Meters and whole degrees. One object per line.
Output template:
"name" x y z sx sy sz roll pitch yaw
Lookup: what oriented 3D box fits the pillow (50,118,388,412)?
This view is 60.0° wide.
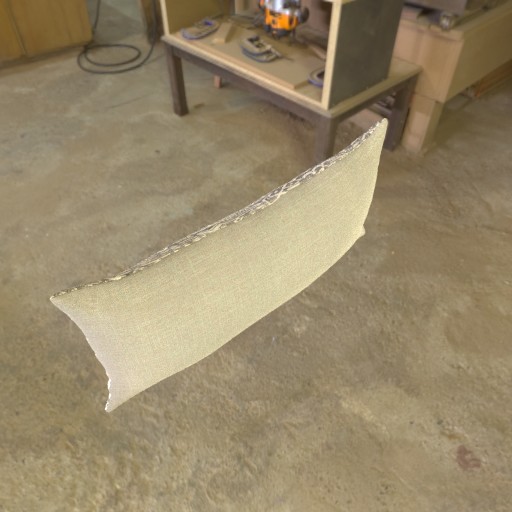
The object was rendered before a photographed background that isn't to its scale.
"pillow" 0.000 0.000 0.743 0.631 0.290 0.148 -32 55 -26
